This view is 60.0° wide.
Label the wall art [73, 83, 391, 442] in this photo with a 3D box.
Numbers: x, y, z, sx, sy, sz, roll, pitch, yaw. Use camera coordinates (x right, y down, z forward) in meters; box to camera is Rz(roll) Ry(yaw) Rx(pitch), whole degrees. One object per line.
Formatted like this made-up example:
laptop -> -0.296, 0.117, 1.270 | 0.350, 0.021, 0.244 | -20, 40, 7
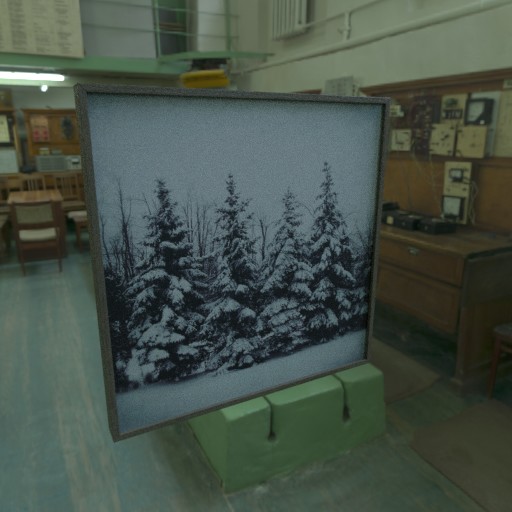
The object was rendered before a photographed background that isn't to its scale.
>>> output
wall art -> 0.000, 0.000, 0.731 | 0.507, 0.507, 0.037 | -8, 18, -27
